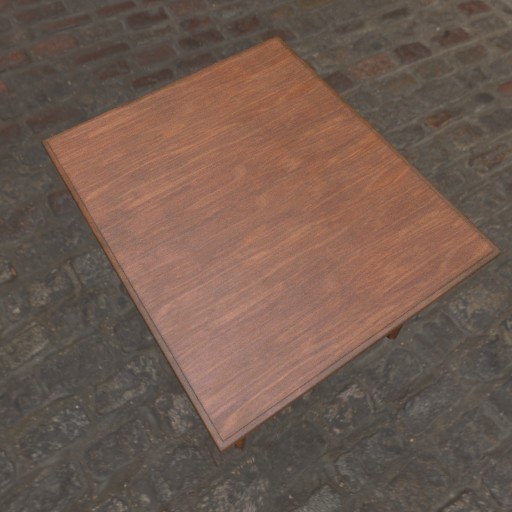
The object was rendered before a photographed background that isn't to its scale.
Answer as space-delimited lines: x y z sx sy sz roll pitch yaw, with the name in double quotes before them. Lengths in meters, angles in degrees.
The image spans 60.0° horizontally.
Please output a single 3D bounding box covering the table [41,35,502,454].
"table" 0.000 0.000 1.532 0.838 0.761 0.991 -31 67 -15
